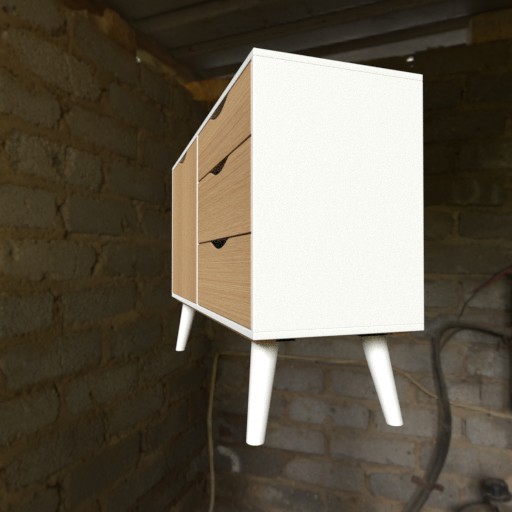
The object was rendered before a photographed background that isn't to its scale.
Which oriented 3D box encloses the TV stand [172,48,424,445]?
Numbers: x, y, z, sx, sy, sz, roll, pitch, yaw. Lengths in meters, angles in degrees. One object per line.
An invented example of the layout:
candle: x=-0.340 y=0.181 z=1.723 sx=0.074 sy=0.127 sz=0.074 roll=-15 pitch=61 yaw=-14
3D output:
TV stand: x=0.000 y=0.000 z=1.507 sx=0.406 sy=0.812 sz=1.193 roll=0 pitch=-1 yaw=-18
